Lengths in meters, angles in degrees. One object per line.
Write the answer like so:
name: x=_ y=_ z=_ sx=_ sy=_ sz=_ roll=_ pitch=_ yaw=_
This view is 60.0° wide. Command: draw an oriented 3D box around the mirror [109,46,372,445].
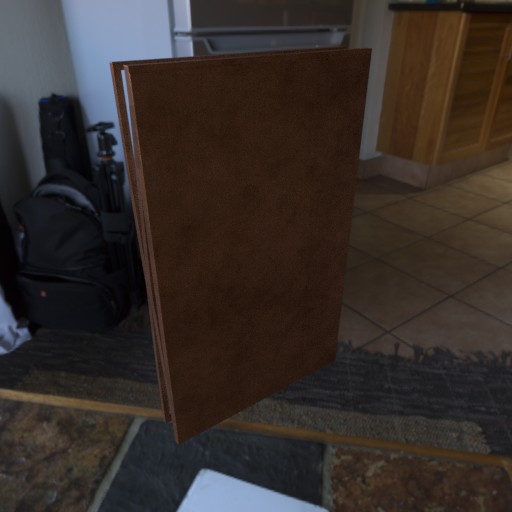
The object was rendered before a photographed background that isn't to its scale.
mirror: x=0.000 y=0.000 z=0.922 sx=0.468 sy=0.768 sz=0.082 roll=-19 pitch=35 yaw=-29
